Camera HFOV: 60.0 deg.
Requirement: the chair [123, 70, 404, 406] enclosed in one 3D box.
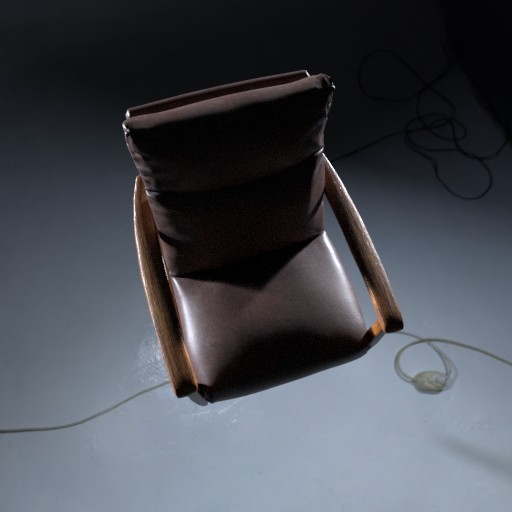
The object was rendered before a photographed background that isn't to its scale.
[{"bbox_3d":[0.000,0.000,1.549,0.782,0.897,0.830,-15,65,-7],"label":"chair"}]
